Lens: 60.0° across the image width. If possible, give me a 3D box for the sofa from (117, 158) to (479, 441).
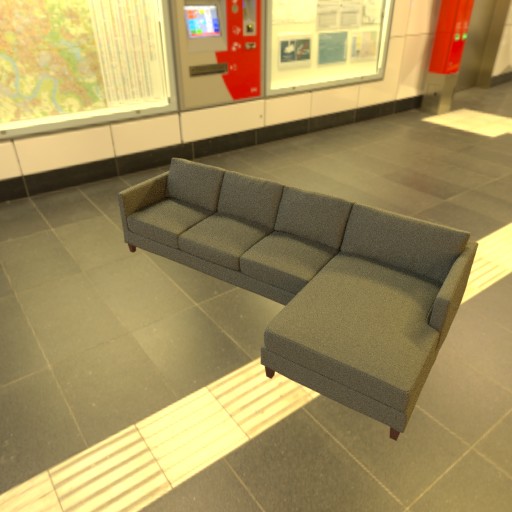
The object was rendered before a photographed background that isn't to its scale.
[{"bbox_3d":[0.000,0.000,3.813,3.186,0.861,1.625,19,36,28],"label":"sofa"}]
